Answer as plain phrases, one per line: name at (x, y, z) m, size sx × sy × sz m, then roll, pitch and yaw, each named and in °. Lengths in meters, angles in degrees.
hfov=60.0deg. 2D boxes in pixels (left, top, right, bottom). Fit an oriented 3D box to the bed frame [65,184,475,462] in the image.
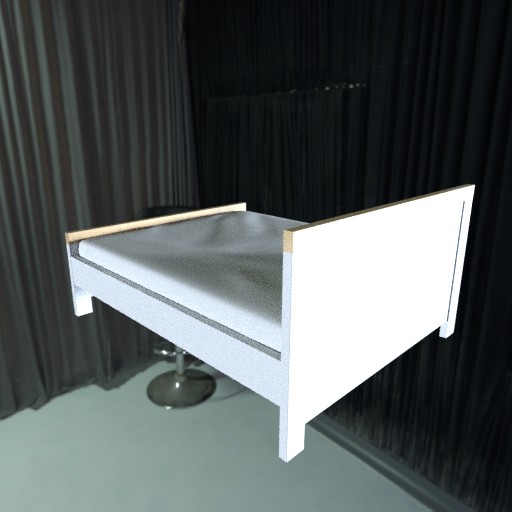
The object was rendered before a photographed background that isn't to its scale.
bed frame at (0.000, 0.000, 2.941) m, size 1.670 × 0.980 × 2.050 m, roll -16°, pitch 23°, yaw -42°
